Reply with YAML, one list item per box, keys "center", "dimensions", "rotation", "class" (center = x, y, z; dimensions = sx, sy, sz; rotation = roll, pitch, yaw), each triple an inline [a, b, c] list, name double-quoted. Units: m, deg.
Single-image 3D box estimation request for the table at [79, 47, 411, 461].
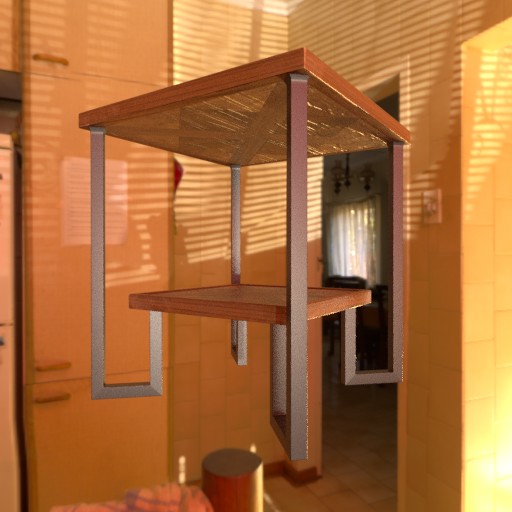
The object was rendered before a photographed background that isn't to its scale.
- center: [0.000, 0.000, 0.938]
  dimensions: [0.503, 0.563, 0.503]
  rotation: [0, 1, 34]
  class: "table"
